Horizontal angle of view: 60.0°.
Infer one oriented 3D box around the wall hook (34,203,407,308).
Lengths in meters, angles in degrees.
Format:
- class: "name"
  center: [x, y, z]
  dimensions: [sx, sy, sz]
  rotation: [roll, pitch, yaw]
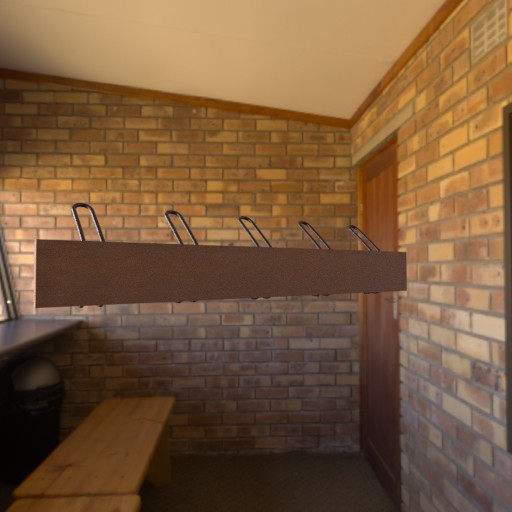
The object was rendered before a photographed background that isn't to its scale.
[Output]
- class: "wall hook"
  center: [0.000, 0.000, 0.603]
  dimensions: [0.554, 0.116, 0.076]
  rotation: [1, -2, -35]
